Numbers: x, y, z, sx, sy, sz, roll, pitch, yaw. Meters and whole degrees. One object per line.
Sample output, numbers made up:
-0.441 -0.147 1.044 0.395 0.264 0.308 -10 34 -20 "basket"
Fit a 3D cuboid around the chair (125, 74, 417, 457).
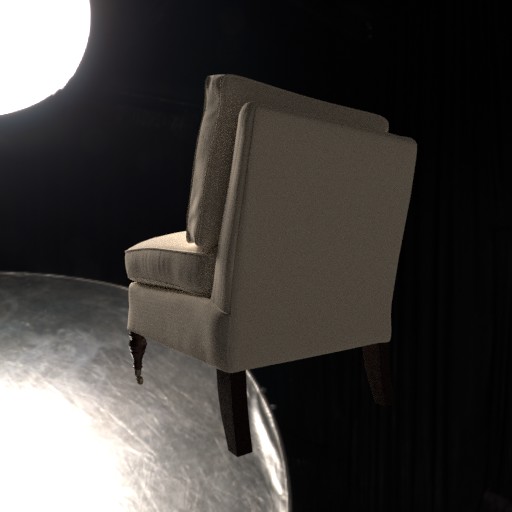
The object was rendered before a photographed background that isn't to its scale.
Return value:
0.000 0.000 1.410 0.630 0.887 0.781 -1 2 -36 "chair"
